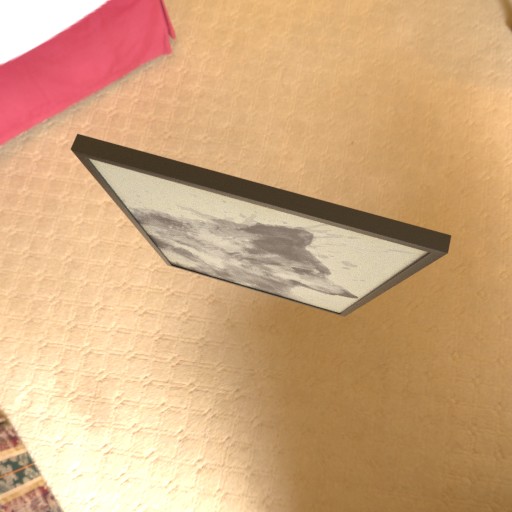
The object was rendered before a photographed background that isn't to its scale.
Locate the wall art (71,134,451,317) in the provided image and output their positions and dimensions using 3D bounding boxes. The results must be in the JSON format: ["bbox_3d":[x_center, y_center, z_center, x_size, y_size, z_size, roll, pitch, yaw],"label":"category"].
[{"bbox_3d":[0.000,0.000,1.424,0.804,1.061,0.039,16,76,4],"label":"wall art"}]
